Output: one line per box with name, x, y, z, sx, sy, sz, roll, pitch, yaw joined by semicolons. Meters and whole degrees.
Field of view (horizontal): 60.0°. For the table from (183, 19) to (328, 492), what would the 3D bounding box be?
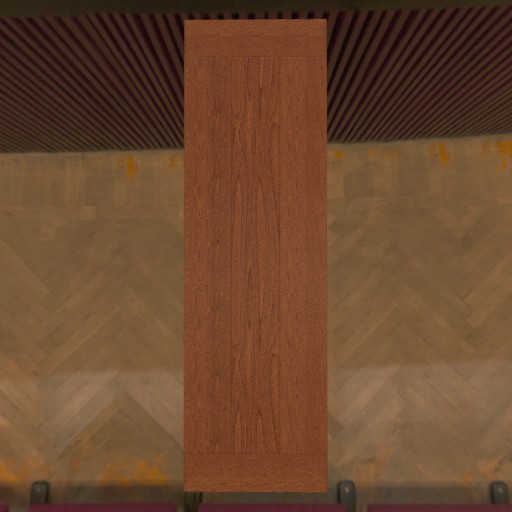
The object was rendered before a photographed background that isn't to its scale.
table;0.000;0.000;1.812;0.461;0.852;1.478;0;89;1
